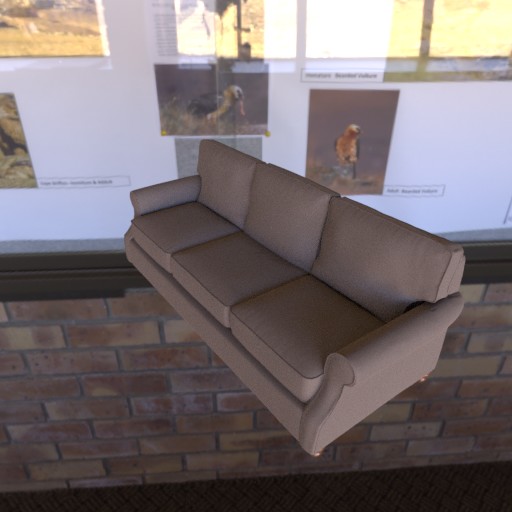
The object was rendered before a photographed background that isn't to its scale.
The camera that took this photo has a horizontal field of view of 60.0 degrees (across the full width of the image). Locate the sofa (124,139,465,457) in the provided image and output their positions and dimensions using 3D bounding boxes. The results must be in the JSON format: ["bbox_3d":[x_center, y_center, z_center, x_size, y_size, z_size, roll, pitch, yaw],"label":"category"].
[{"bbox_3d":[0.000,0.000,2.799,0.966,0.948,2.353,-20,36,-30],"label":"sofa"}]
